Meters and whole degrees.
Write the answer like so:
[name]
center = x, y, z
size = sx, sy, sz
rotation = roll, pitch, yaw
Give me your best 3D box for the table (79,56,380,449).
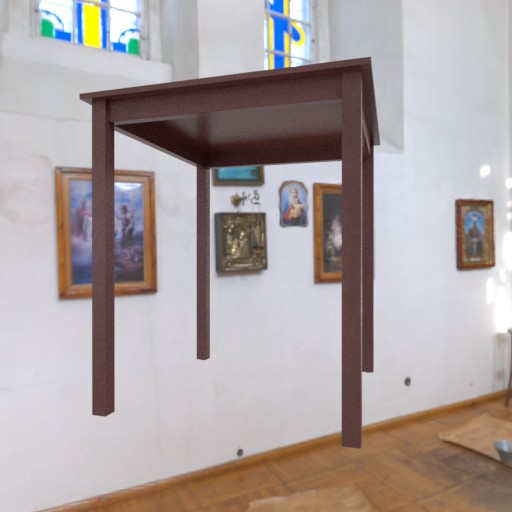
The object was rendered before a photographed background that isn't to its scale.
[table]
center = 0.000, 0.000, 1.637
size = 0.861, 0.991, 0.861
rotation = 0, 0, 17
